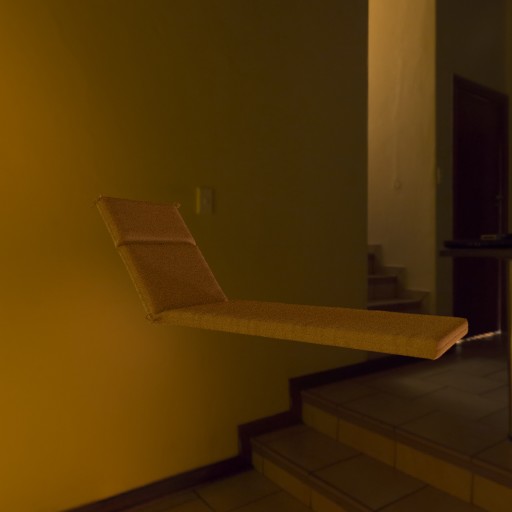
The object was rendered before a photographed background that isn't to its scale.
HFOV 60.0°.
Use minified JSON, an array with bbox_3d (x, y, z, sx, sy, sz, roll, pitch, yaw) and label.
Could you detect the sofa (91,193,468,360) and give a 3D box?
[{"bbox_3d":[0.000,0.000,1.983,1.663,0.622,0.582,0,1,35],"label":"sofa"}]
